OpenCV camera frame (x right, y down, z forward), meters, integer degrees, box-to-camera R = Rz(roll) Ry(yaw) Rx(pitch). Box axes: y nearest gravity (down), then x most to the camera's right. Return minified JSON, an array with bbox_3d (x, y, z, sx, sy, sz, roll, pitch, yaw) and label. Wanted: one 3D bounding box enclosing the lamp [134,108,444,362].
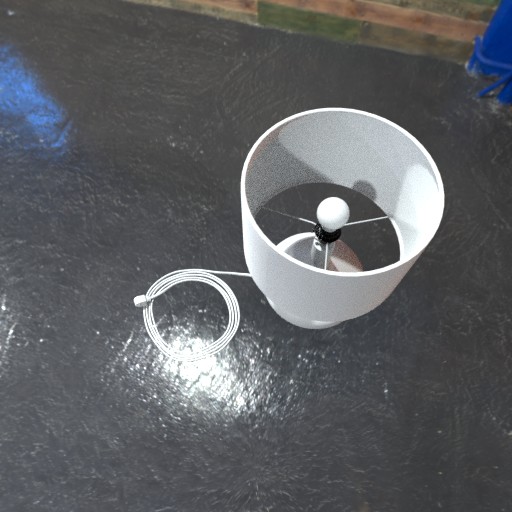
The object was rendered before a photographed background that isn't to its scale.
[{"bbox_3d":[0.000,0.000,0.868,0.546,0.457,0.401,15,65,7],"label":"lamp"}]
